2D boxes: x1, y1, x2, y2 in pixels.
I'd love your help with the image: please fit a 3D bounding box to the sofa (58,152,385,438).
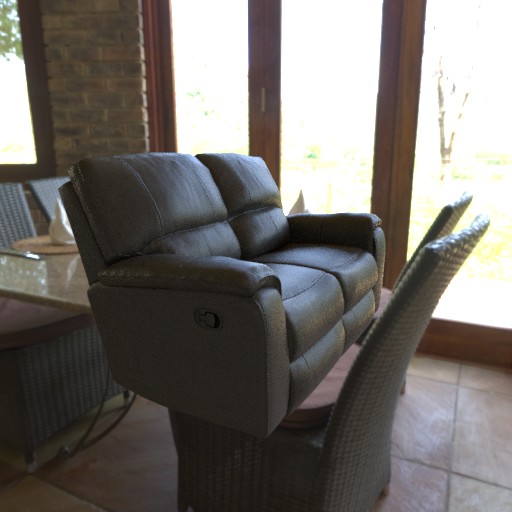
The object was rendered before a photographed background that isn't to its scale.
[{"bbox_3d":[0.000,0.000,2.443,1.104,1.111,1.765,7,15,29],"label":"sofa"}]
